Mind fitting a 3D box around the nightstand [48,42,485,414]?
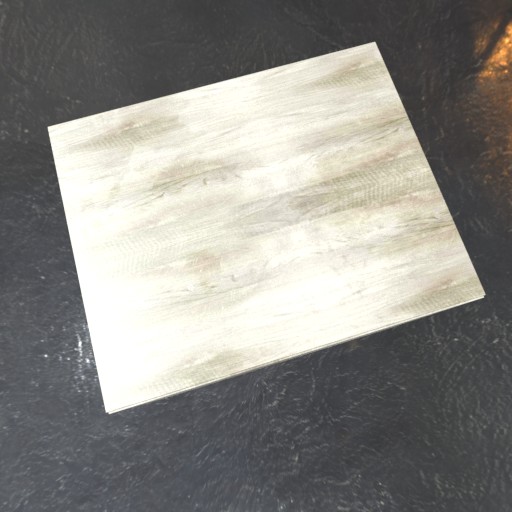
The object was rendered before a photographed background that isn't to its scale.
[{"bbox_3d":[0.000,0.000,0.731,0.427,0.448,0.347,-16,76,-4],"label":"nightstand"}]
